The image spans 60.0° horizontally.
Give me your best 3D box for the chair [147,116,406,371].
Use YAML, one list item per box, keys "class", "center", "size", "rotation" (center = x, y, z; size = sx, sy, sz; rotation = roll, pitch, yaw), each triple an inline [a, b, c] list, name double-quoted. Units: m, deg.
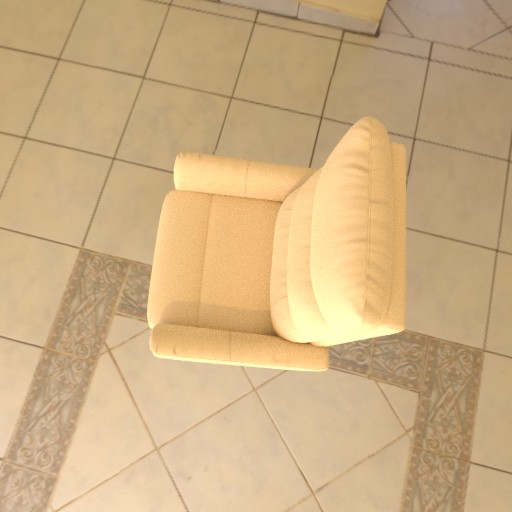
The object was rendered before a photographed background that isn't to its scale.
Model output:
- class: "chair"
  center: [0.000, 0.000, 1.614]
  size: [0.831, 1.082, 0.775]
  rotation: [5, 76, 1]
